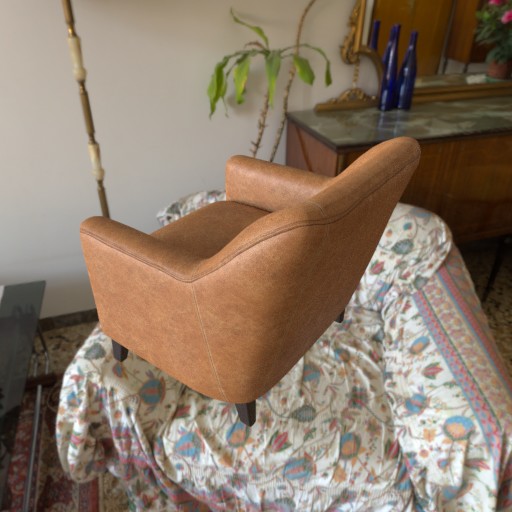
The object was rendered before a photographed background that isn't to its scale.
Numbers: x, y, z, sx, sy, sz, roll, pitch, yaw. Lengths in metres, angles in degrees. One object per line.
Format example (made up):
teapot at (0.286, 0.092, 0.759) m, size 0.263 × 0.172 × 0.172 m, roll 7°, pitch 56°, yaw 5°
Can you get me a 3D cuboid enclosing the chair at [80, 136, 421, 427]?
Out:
chair at (0.000, 0.000, 1.872) m, size 1.034 × 0.980 × 1.037 m, roll 21°, pitch 37°, yaw 30°
